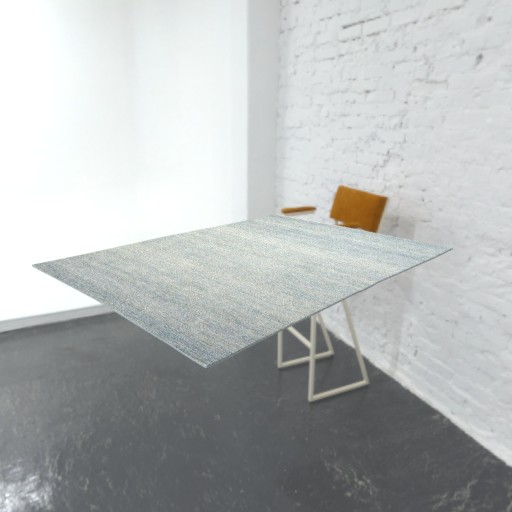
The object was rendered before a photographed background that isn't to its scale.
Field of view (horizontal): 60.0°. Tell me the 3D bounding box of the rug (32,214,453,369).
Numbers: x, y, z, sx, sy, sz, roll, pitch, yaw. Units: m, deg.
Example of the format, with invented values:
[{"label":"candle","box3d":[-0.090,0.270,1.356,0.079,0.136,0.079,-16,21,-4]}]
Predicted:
[{"label":"rug","box3d":[0.000,0.000,4.235,2.461,0.046,3.237,16,23,43]}]
